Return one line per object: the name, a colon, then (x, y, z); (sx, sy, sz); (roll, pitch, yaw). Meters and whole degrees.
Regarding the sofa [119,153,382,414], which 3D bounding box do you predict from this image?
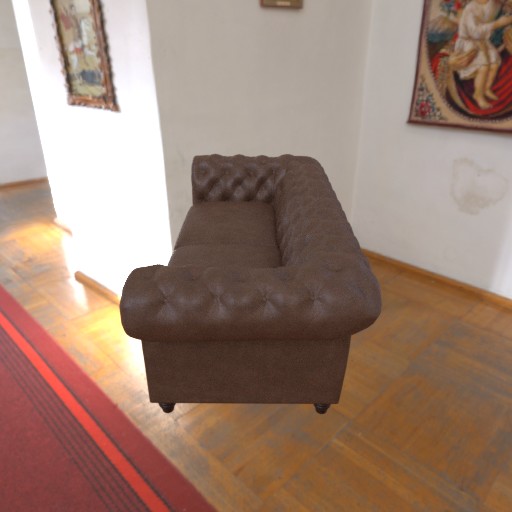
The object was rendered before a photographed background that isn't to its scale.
sofa: (0.000, 0.000, 2.539); (0.955, 0.784, 2.048); (0, 26, 0)
